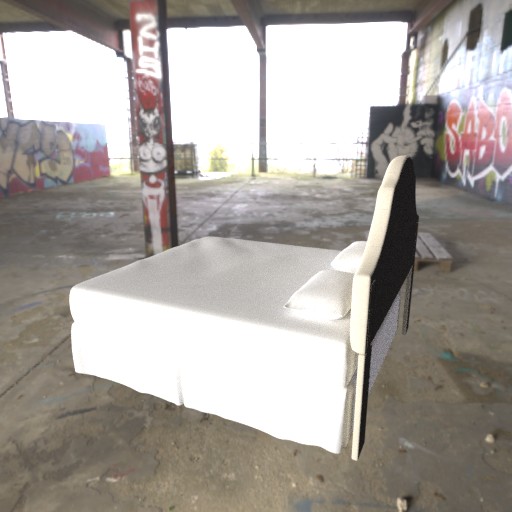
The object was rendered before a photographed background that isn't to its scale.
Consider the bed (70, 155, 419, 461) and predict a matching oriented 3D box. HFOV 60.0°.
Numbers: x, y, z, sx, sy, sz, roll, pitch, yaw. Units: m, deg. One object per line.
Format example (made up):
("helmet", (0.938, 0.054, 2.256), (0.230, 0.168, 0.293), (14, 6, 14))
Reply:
("bed", (0.000, 0.000, 3.557), (2.214, 1.615, 2.008), (7, 17, 25))
